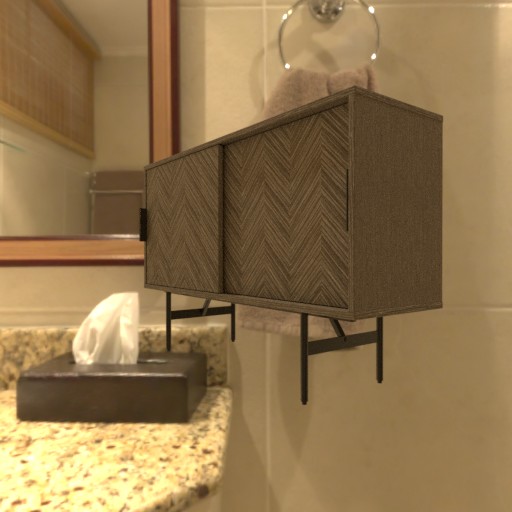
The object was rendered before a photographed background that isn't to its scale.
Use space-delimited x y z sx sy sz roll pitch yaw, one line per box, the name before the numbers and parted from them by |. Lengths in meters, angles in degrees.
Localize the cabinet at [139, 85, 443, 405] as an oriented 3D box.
cabinet | 0.000 0.000 1.591 0.405 0.787 1.194 0 0 -37
